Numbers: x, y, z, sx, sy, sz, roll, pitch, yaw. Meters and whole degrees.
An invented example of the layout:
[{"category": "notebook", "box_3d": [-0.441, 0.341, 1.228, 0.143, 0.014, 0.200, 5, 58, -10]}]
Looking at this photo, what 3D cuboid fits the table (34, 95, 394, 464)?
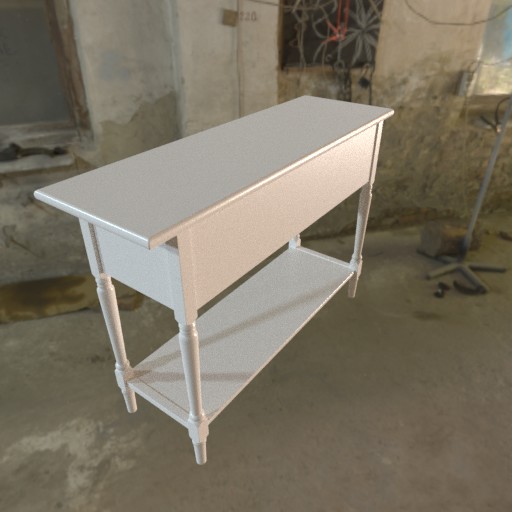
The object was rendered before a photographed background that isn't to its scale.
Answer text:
[{"category": "table", "box_3d": [0.000, 0.000, 1.532, 0.386, 0.814, 1.191, 21, 38, 30]}]
